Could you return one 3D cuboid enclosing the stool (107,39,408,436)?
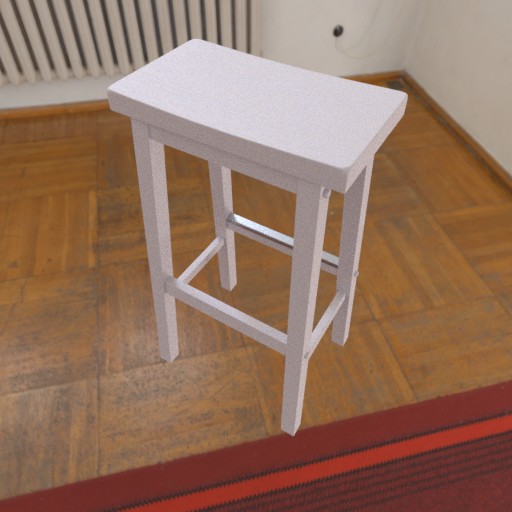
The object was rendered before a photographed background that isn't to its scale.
[{"bbox_3d":[0.000,0.000,0.948,0.406,0.742,0.322,24,52,21],"label":"stool"}]
